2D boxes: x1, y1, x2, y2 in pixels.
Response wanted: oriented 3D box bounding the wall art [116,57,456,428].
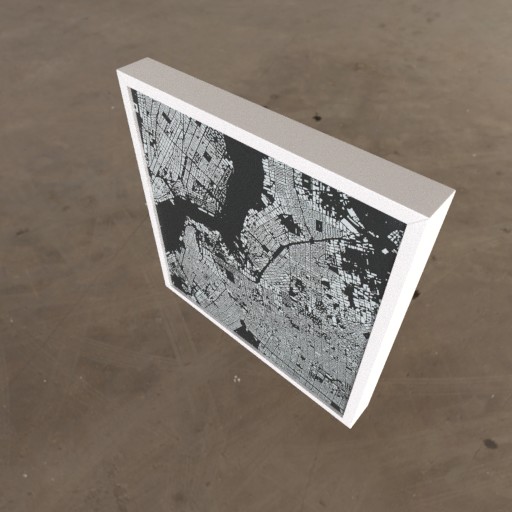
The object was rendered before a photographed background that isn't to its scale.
[{"bbox_3d":[0.000,0.000,0.450,0.305,0.305,0.037,33,55,27],"label":"wall art"}]
